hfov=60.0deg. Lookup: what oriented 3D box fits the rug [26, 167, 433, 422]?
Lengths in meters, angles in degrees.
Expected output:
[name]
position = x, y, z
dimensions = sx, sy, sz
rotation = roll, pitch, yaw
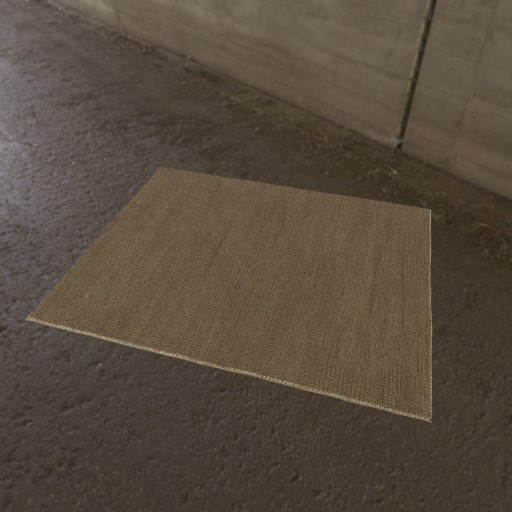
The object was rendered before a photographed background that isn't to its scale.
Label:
[rug]
position = 0.000, 0.000, 4.005
dimensions = 3.052, 0.030, 2.429
rotation = 11, 42, 12
